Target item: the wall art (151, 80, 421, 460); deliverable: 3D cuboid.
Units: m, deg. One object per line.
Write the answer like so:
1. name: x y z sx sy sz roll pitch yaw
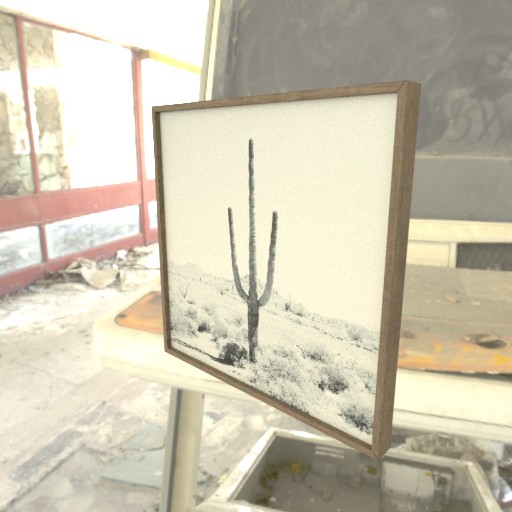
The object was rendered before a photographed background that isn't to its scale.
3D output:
1. wall art: 0.000 0.000 0.750 0.508 0.508 0.038 13 19 41
